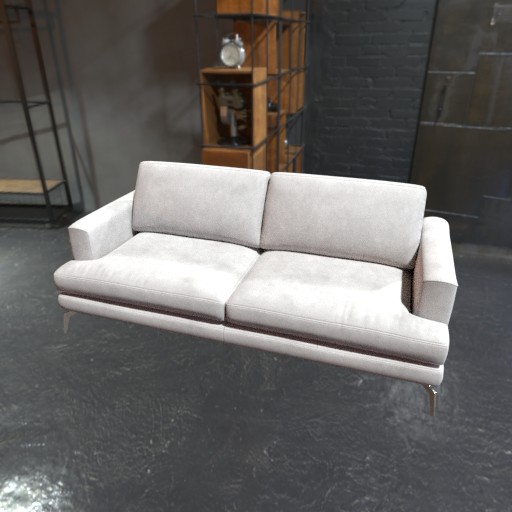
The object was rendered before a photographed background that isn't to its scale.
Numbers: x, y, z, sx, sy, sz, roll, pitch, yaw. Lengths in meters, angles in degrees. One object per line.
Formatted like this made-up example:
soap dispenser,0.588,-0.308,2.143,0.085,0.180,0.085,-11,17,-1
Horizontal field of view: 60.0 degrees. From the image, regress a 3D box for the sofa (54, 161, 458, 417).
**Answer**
sofa,0.000,0.000,2.473,2.013,0.830,0.980,8,27,16
